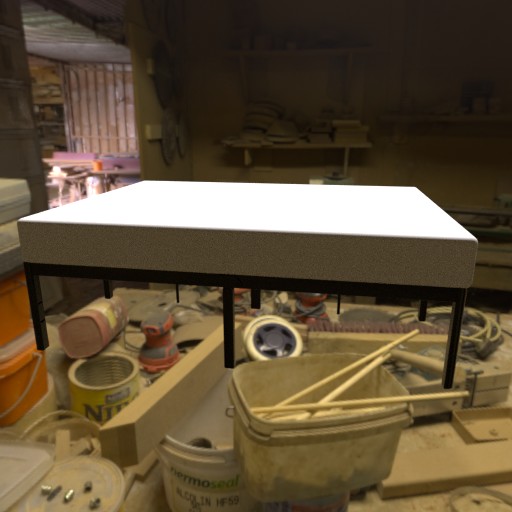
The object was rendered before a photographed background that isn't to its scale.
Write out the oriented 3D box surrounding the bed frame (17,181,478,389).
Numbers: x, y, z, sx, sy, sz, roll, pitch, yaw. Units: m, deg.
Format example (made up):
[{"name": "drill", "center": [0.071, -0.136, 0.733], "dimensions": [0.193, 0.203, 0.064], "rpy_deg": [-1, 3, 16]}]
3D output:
[{"name": "bed frame", "center": [0.000, 0.000, 2.579], "dimensions": [1.956, 0.659, 1.408], "rpy_deg": [3, 17, 10]}]
